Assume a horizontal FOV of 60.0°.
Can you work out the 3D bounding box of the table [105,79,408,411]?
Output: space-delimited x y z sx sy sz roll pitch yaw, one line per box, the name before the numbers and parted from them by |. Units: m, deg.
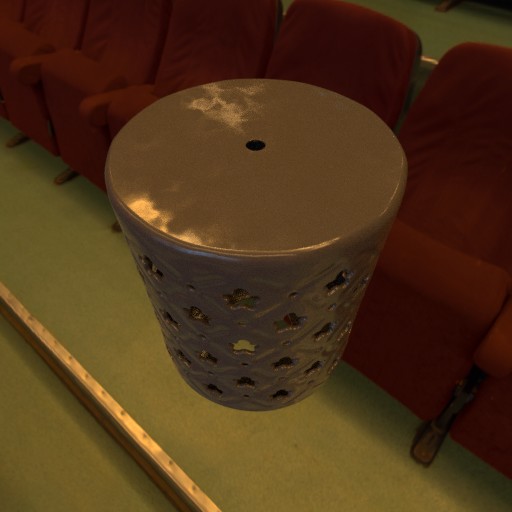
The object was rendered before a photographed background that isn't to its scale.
table | 0.000 0.000 0.658 0.352 0.387 0.352 0 48 0
